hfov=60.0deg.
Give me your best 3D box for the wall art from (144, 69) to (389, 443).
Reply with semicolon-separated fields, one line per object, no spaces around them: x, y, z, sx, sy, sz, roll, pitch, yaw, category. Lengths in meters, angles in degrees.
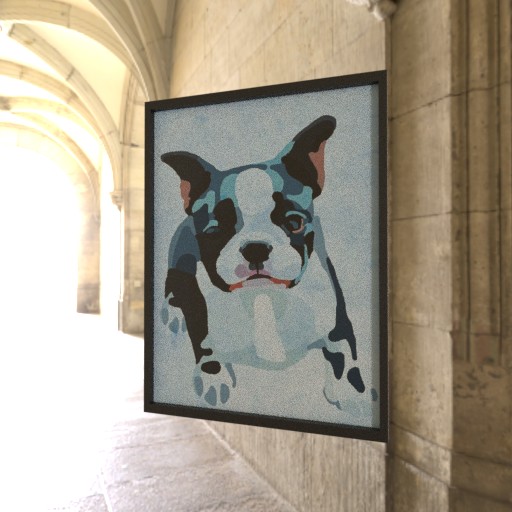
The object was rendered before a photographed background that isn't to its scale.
0.000;0.000;1.356;0.774;1.027;0.030;0;-1;19;wall art
